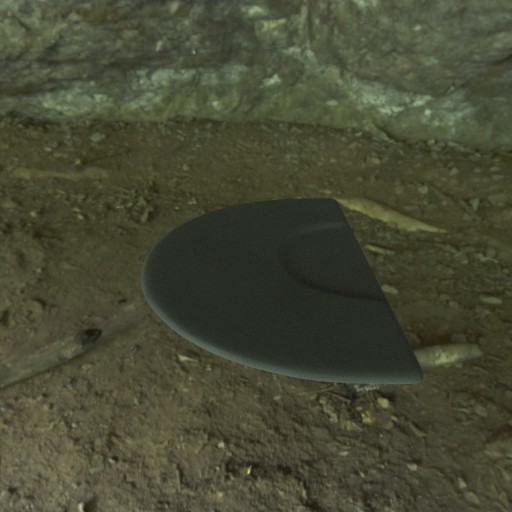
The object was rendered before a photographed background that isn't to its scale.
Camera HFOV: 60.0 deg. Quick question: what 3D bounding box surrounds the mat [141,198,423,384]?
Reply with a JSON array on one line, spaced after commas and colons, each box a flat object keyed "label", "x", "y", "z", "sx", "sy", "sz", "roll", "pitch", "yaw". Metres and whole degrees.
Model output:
[{"label": "mat", "x": 0.000, "y": 0.000, "z": 1.849, "sx": 0.917, "sy": 0.022, "sz": 1.525, "roll": 0, "pitch": 26, "yaw": 0}]
